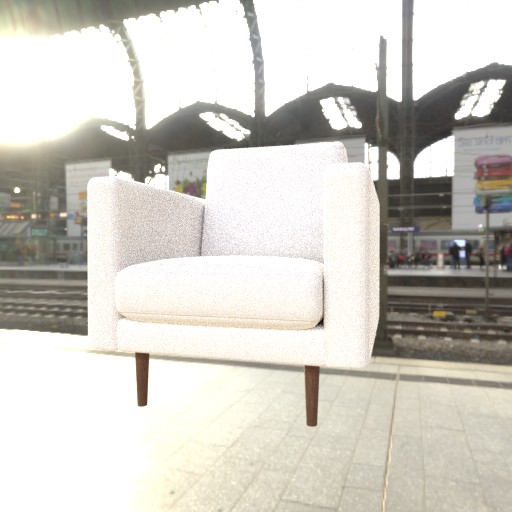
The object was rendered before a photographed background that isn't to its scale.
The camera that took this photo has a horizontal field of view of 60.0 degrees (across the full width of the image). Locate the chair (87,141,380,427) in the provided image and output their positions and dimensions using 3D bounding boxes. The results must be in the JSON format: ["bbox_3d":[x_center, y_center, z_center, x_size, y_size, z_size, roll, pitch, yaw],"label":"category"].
[{"bbox_3d":[0.000,0.000,1.583,0.831,0.899,0.879,0,1,17],"label":"chair"}]
